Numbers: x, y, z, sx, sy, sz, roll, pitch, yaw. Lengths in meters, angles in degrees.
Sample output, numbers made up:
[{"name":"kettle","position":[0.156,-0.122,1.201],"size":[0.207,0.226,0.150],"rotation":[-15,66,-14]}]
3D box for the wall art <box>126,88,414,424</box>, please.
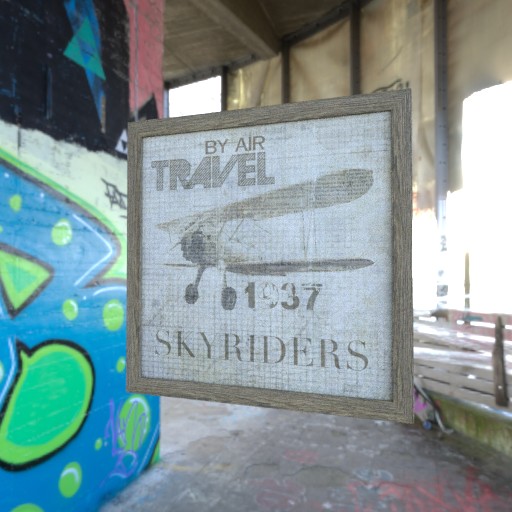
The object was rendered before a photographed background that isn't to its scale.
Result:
[{"name":"wall art","position":[0.000,0.000,0.761],"size":[0.508,0.508,0.019],"rotation":[0,-1,19]}]
